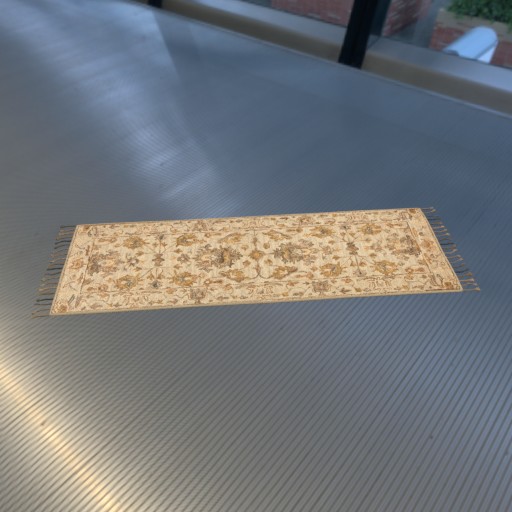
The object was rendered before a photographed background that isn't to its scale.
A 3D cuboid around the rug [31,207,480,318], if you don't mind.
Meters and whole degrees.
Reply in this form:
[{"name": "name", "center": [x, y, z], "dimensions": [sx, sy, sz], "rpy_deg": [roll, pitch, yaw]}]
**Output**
[{"name": "rug", "center": [0.000, 0.000, 2.631], "dimensions": [2.438, 0.021, 0.729], "rpy_deg": [-3, 46, -3]}]
